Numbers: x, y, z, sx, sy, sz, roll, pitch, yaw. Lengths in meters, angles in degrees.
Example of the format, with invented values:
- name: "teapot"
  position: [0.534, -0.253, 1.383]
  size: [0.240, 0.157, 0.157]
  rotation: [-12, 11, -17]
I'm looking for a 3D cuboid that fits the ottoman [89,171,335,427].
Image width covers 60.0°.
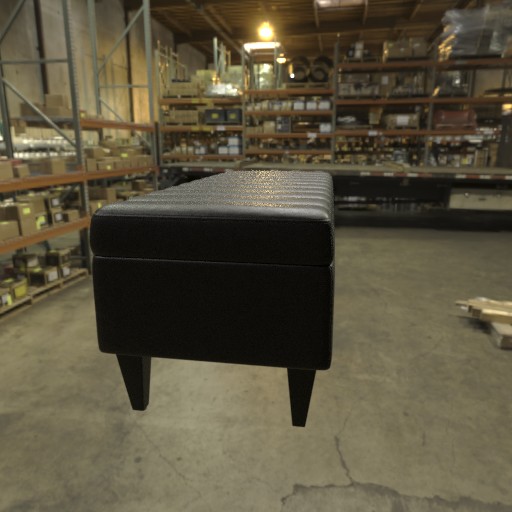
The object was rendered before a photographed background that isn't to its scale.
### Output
- name: "ottoman"
  position: [0.000, 0.000, 1.404]
  size: [0.482, 0.469, 1.151]
  rotation: [2, 14, 9]
